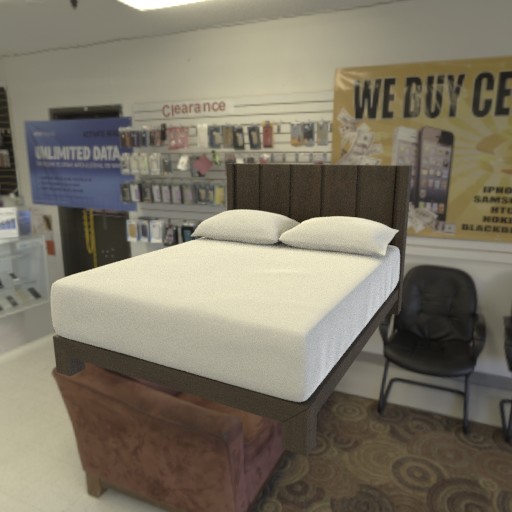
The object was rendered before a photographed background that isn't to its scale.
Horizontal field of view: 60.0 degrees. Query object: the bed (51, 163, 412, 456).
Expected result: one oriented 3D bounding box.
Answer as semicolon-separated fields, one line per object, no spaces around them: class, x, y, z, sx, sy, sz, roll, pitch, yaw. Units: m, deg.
bed;0.000;0.000;3.245;1.727;1.270;2.242;7;15;27
